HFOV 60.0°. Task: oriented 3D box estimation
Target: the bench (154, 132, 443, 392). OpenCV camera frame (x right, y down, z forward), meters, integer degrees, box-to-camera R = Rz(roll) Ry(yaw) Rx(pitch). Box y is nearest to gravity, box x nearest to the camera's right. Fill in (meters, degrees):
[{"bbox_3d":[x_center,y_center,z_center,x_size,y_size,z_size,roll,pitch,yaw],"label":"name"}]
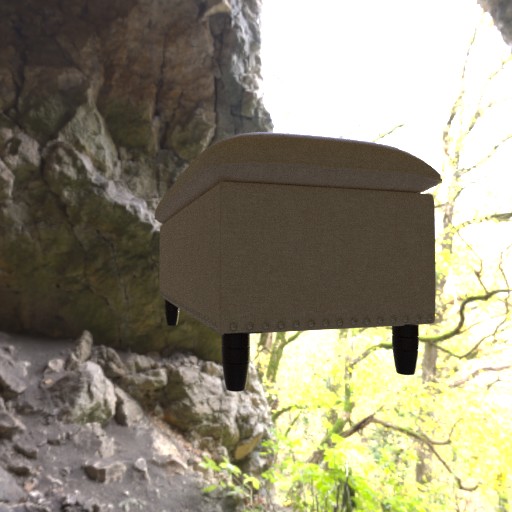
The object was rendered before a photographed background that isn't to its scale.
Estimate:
[{"bbox_3d":[0.000,0.000,1.240,0.483,0.483,0.991,0,-1,-18],"label":"bench"}]
